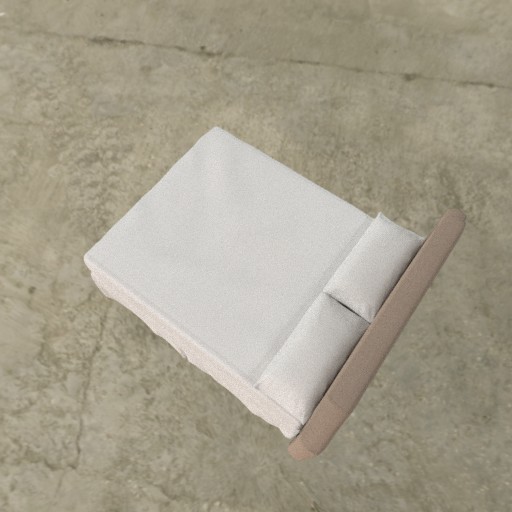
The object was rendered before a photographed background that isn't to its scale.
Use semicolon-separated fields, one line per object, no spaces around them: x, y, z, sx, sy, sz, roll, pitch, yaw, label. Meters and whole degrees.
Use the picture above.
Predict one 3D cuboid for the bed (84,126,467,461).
0.000;0.000;3.271;2.164;1.303;1.828;34;69;15;bed
